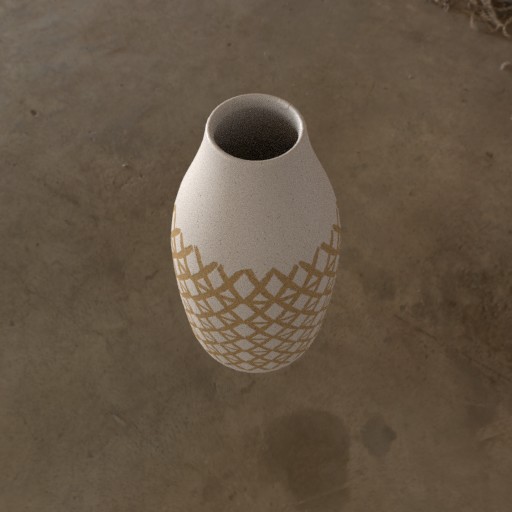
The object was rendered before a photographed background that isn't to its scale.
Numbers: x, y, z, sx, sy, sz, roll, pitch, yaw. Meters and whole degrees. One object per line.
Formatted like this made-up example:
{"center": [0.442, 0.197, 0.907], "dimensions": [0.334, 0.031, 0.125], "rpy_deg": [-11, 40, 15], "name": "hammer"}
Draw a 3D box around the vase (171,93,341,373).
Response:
{"center": [0.000, 0.000, 0.495], "dimensions": [0.186, 0.380, 0.186], "rpy_deg": [0, 59, 0], "name": "vase"}
